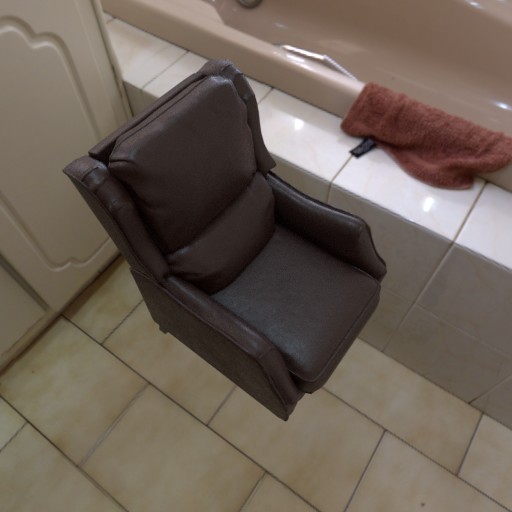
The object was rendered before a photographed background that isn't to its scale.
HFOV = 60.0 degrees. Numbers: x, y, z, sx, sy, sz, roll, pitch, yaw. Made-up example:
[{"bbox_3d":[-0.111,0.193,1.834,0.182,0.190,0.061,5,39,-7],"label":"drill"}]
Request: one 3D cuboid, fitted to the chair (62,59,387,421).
[{"bbox_3d":[0.000,0.000,1.789,0.982,1.132,0.770,33,63,19],"label":"chair"}]
